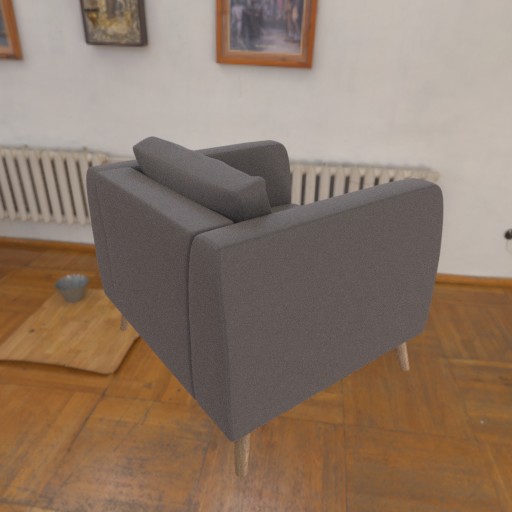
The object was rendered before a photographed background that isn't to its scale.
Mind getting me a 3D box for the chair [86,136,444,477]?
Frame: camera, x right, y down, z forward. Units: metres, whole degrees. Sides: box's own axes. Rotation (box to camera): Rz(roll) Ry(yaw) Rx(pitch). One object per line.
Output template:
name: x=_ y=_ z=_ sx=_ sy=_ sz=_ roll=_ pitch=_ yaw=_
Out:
chair: x=0.000 y=0.000 z=1.700 sx=0.930 sy=0.860 sz=1.000 roll=-18 pitch=31 yaw=-32
